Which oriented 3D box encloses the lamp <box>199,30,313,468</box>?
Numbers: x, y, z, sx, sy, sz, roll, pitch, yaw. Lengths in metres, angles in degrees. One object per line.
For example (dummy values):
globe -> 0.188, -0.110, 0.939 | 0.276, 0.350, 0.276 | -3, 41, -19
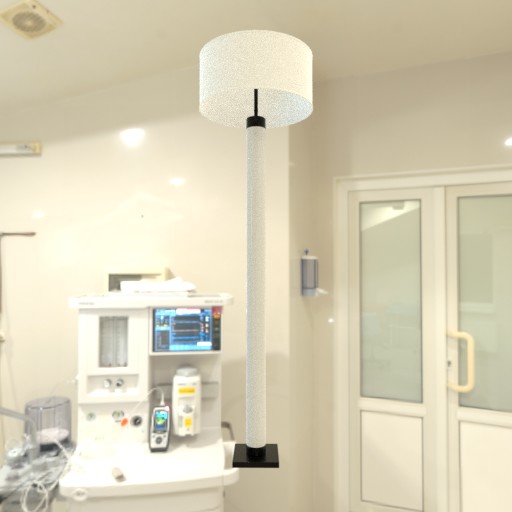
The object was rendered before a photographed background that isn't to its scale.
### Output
lamp -> 0.000, 0.000, 1.629 | 0.420, 1.475, 0.420 | 0, -1, 1
